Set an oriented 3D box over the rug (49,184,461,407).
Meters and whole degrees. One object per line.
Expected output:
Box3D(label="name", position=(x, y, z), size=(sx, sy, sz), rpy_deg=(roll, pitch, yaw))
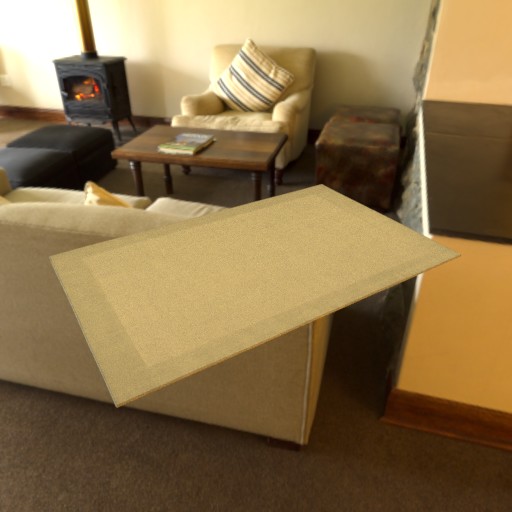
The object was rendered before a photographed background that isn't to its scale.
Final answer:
Box3D(label="rug", position=(0.000, 0.000, 3.081), size=(2.438, 0.014, 1.524), rpy_deg=(-18, 36, -27))
